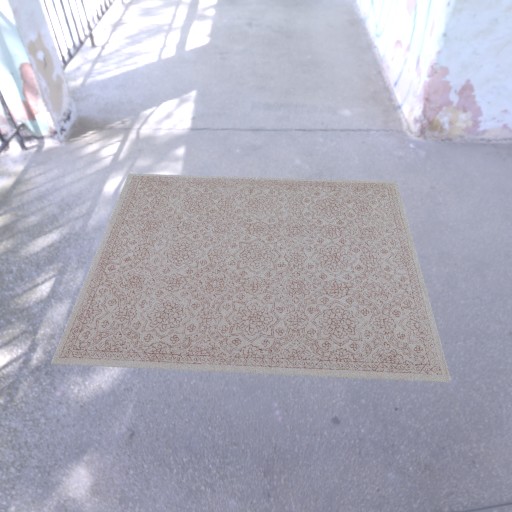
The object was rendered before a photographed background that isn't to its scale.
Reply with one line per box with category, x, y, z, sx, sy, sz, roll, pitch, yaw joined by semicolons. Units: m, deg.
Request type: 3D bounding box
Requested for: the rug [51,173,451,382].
rug;0.000;0.000;4.202;3.050;0.015;2.441;2;47;2
